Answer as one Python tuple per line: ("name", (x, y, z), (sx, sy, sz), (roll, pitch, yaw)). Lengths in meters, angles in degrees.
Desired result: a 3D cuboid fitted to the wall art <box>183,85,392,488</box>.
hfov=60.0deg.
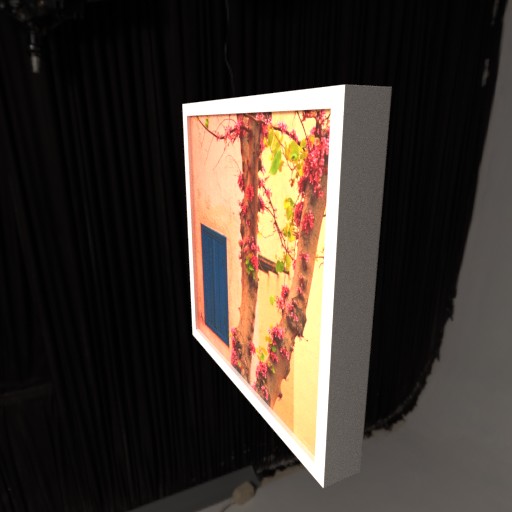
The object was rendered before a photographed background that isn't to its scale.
("wall art", (0.000, 0.000, 0.449), (0.038, 0.302, 0.305), (-8, 18, -26))
